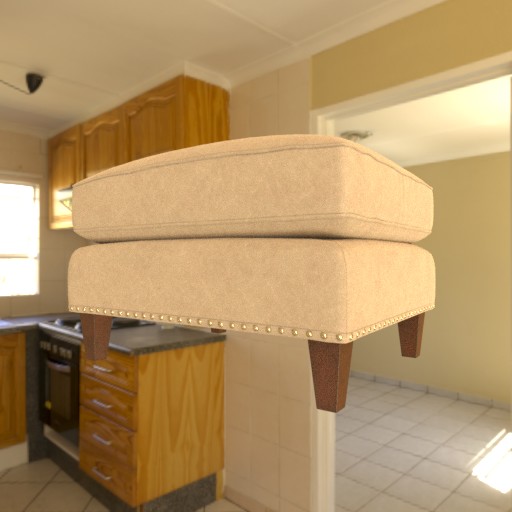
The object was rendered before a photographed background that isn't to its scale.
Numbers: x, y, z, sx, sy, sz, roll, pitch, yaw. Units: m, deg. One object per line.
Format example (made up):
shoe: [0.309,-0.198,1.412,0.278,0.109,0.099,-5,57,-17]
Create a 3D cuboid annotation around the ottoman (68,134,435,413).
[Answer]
ottoman: [0.000,0.000,1.120,0.741,0.513,0.584,0,0,35]
